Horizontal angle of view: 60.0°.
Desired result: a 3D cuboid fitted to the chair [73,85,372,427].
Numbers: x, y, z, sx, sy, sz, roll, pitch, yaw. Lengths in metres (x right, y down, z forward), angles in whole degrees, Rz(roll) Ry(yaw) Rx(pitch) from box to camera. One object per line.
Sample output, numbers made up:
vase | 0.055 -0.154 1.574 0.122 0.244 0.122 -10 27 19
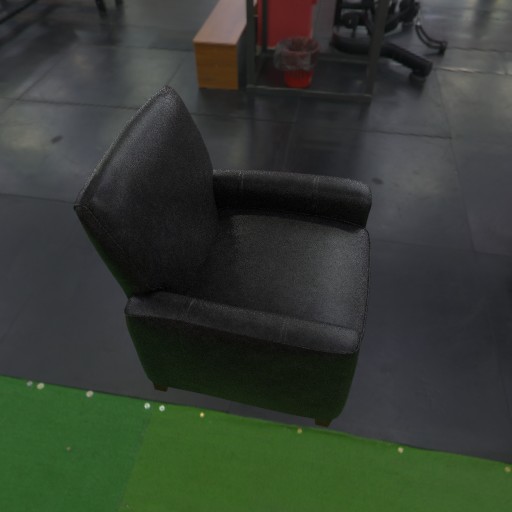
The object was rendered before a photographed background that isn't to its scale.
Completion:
chair | 0.000 0.000 1.662 0.864 1.014 0.848 9 48 9
